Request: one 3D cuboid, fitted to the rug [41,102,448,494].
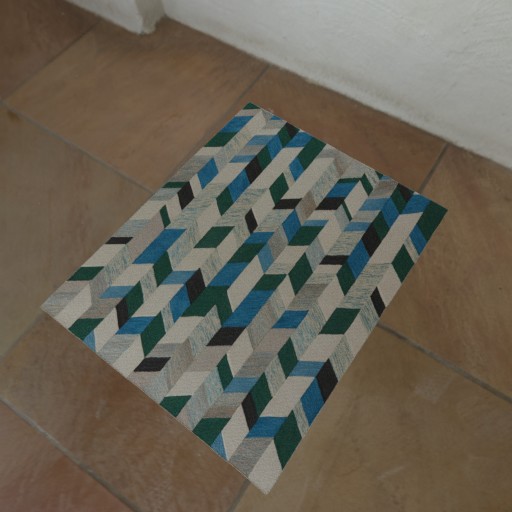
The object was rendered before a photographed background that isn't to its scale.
[{"bbox_3d":[0.000,0.000,4.086,2.440,0.008,3.036,33,68,15],"label":"rug"}]
